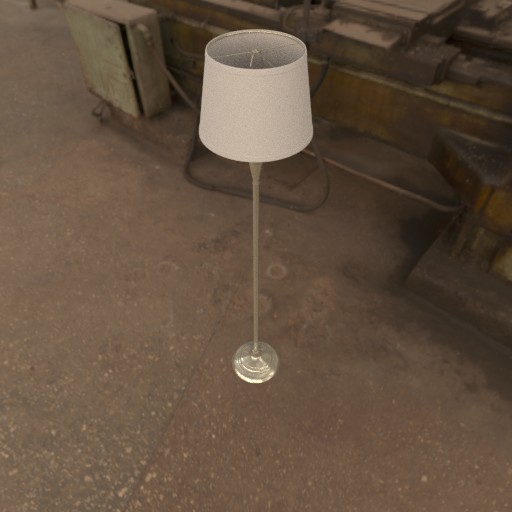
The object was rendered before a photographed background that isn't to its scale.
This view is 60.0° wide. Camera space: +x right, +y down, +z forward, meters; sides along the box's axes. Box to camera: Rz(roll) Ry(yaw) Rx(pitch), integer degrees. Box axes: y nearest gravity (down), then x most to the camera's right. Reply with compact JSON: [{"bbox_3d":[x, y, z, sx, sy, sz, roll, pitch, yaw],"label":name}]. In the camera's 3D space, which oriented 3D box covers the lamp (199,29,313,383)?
[{"bbox_3d":[0.000,0.000,1.654,0.327,1.506,0.327,16,48,15],"label":"lamp"}]
